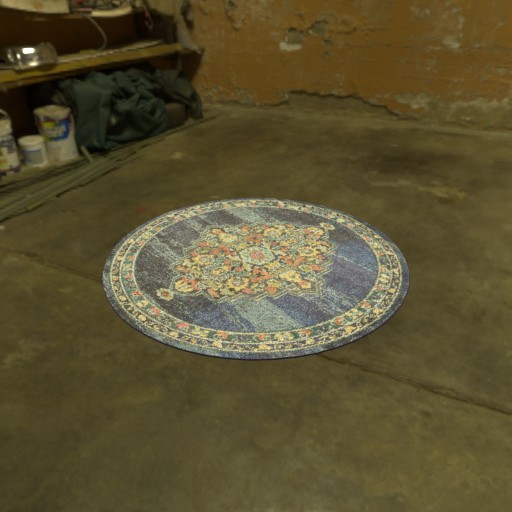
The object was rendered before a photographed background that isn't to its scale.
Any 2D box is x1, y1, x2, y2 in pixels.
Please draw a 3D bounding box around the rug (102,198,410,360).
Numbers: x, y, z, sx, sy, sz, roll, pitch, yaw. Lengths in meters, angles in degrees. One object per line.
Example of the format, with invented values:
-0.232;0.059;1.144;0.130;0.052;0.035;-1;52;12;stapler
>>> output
0.000;0.000;2.393;1.591;0.010;1.591;0;30;0;rug
